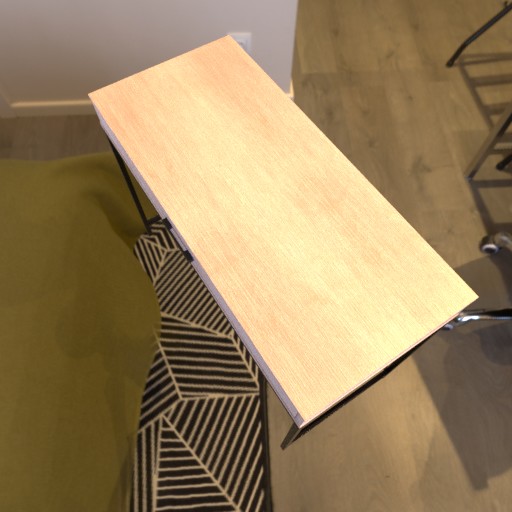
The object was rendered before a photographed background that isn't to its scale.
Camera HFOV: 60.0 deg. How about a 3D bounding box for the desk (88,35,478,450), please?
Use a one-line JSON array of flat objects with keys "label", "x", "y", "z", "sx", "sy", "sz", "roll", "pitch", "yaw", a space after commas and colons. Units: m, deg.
[{"label": "desk", "x": 0.000, "y": 0.000, "z": 1.418, "sx": 0.470, "sy": 0.762, "sz": 1.016, "roll": -30, "pitch": 66, "yaw": -15}]
